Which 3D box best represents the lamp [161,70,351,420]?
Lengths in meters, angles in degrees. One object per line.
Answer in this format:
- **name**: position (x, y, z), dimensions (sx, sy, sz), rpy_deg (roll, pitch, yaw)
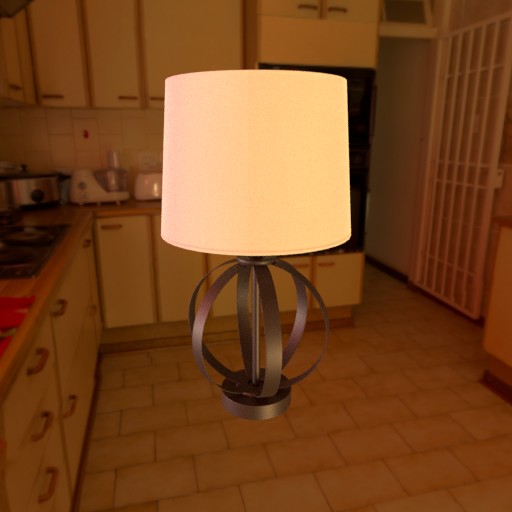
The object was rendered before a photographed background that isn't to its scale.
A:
- **lamp**: position (0.000, 0.000, 0.694), dimensions (0.286, 0.510, 0.286), rpy_deg (0, 15, 0)
